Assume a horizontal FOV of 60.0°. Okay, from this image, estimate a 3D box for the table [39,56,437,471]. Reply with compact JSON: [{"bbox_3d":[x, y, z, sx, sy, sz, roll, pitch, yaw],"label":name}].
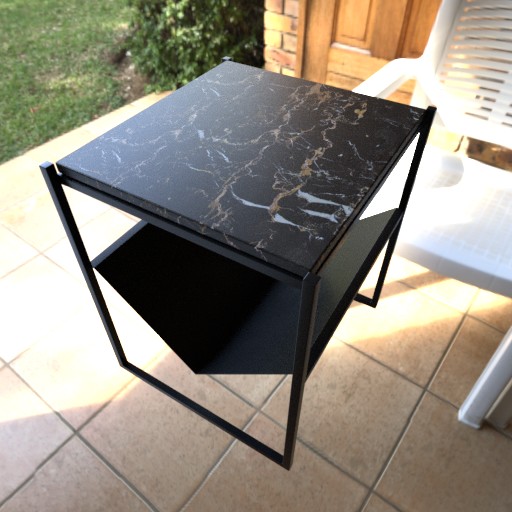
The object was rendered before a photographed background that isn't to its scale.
[{"bbox_3d":[0.000,0.000,0.873,0.432,0.534,0.469,23,49,22],"label":"table"}]
